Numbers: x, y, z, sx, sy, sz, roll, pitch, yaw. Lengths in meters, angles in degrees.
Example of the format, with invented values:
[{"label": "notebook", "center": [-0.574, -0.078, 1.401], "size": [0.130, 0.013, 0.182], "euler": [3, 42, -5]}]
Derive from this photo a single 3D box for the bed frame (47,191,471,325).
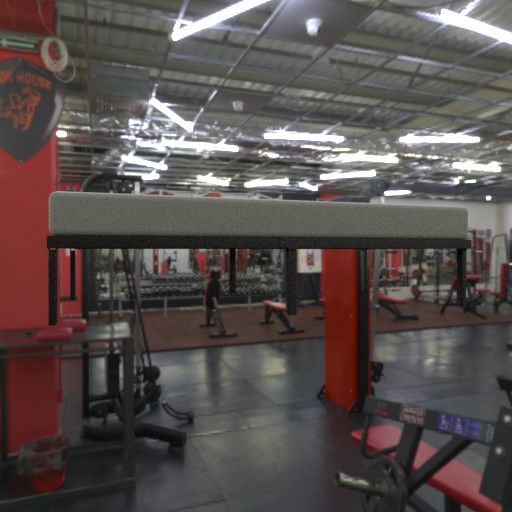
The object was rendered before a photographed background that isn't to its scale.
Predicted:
[{"label": "bed frame", "center": [0.000, 0.000, 3.254], "size": [2.635, 0.680, 1.393], "euler": [0, 1, -18]}]
